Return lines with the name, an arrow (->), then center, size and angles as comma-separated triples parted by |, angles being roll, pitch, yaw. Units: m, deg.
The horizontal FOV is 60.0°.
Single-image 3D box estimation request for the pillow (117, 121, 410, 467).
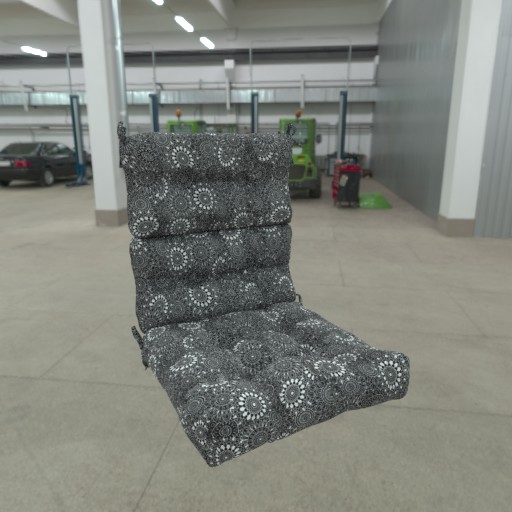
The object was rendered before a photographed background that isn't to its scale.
pillow -> 0.000, 0.000, 1.017 | 0.519, 0.605, 0.571 | -8, 17, -27
